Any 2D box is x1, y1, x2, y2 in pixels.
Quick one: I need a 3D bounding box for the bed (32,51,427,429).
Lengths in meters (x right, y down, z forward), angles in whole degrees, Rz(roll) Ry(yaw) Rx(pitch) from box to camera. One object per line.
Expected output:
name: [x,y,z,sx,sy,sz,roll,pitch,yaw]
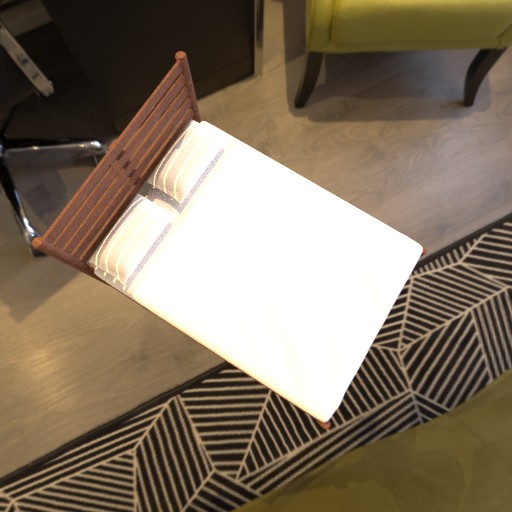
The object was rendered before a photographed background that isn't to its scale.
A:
bed: [0.000,0.000,3.160,2.093,1.304,1.509,31,79,7]
